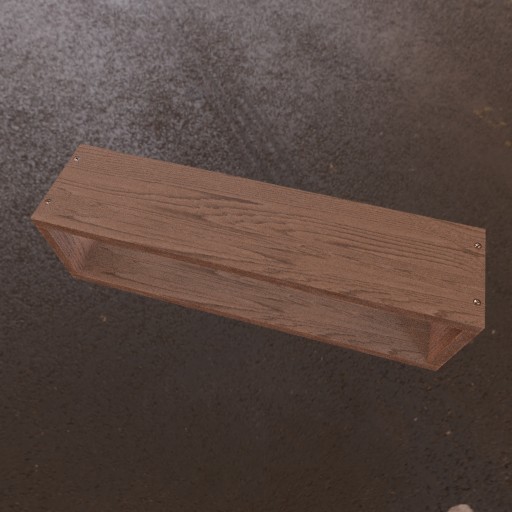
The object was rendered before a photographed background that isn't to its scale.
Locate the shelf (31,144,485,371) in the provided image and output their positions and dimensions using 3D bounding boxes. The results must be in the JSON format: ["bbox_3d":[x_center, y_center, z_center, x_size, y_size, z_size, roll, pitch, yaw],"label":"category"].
[{"bbox_3d":[0.000,0.000,0.683,0.610,0.170,0.150,13,59,8],"label":"shelf"}]
